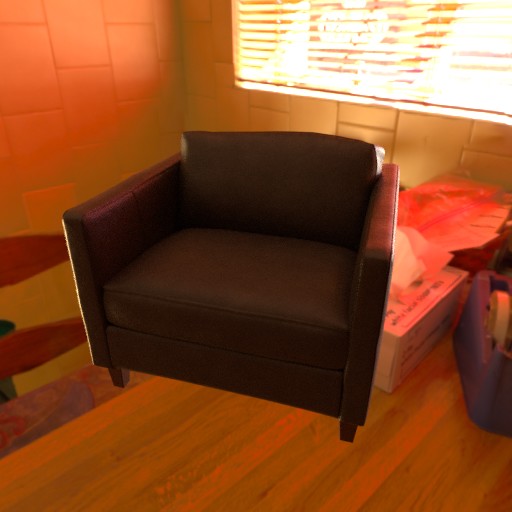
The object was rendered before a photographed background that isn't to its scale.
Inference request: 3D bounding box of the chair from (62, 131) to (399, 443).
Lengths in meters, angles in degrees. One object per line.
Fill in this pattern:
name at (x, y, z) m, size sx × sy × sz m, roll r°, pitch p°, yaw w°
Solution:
chair at (0.000, 0.000, 1.617) m, size 0.939 × 0.811 × 0.862 m, roll 8°, pitch 28°, yaw 15°
